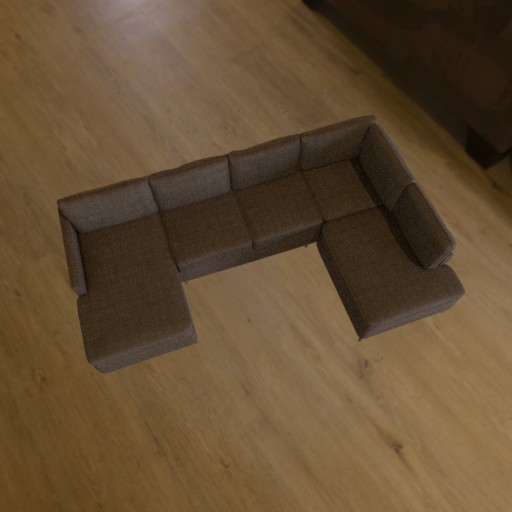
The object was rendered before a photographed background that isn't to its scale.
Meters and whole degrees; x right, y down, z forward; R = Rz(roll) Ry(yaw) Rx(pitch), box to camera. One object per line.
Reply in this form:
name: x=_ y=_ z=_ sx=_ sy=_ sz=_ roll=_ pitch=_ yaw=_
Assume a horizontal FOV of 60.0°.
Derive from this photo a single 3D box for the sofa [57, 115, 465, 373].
sofa: x=0.000 y=0.000 z=4.283 sx=3.423 sy=0.999 sz=2.048 roll=-17 pitch=64 yaw=-9
